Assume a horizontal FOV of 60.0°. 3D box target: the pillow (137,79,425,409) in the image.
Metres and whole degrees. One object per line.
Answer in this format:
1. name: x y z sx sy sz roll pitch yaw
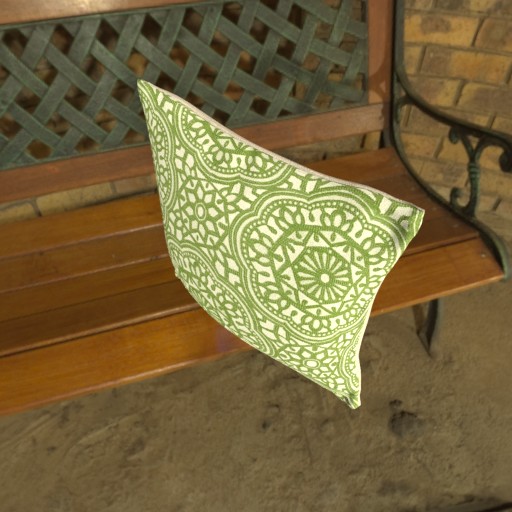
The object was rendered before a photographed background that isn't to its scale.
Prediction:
1. pillow: 0.000 0.000 0.669 0.440 0.419 0.162 32 54 27
